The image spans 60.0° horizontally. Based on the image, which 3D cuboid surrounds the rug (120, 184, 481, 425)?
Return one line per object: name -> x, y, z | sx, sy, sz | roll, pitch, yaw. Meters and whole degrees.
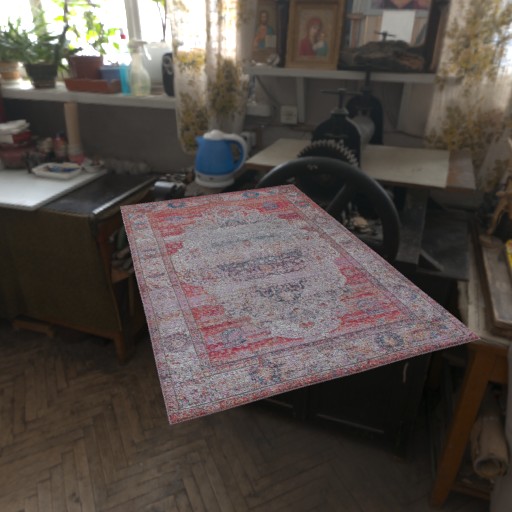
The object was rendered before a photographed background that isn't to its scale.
rug -> 0.000, 0.000, 2.304 | 1.219, 0.006, 1.829 | -10, 31, -17
